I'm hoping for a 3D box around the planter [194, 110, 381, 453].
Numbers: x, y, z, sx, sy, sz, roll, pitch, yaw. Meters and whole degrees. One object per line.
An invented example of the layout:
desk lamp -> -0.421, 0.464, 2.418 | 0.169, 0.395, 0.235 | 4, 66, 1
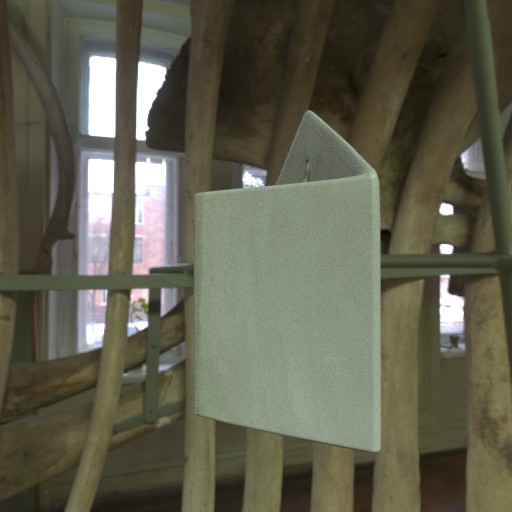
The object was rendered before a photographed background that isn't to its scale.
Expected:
planter -> 0.000, 0.000, 0.283 | 0.080, 0.194, 0.163 | 0, -1, -18
